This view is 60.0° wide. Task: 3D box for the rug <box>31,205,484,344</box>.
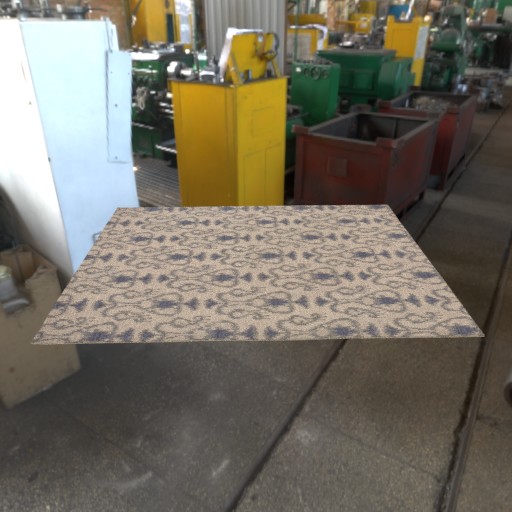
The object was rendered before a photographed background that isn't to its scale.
[{"bbox_3d":[0.000,0.000,4.172,3.205,0.015,2.437,-1,29,-1],"label":"rug"}]
